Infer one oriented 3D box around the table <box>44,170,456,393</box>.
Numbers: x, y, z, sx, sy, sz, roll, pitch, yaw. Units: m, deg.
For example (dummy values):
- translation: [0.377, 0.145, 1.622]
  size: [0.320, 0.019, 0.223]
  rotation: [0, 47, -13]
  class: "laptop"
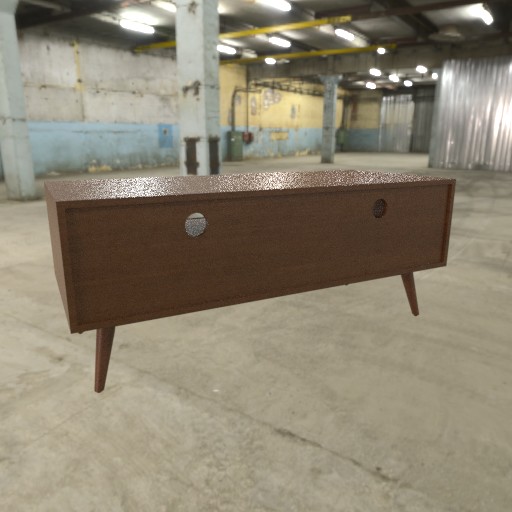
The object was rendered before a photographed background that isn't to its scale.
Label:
- translation: [0.000, 0.000, 1.369]
  size: [1.119, 0.464, 0.490]
  rotation: [-7, 16, -26]
  class: "table"
